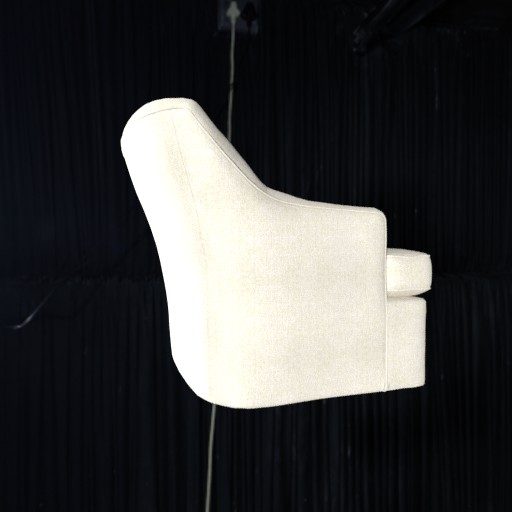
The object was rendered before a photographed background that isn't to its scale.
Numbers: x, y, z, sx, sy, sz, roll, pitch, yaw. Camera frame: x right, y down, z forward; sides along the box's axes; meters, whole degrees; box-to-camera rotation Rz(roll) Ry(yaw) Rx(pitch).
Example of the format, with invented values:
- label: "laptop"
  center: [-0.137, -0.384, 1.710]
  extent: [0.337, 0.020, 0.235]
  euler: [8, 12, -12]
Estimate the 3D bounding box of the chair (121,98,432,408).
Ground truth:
- label: "chair"
  center: [0.000, 0.000, 1.586]
  extent: [0.923, 0.856, 0.864]
  euler: [0, 1, -18]
